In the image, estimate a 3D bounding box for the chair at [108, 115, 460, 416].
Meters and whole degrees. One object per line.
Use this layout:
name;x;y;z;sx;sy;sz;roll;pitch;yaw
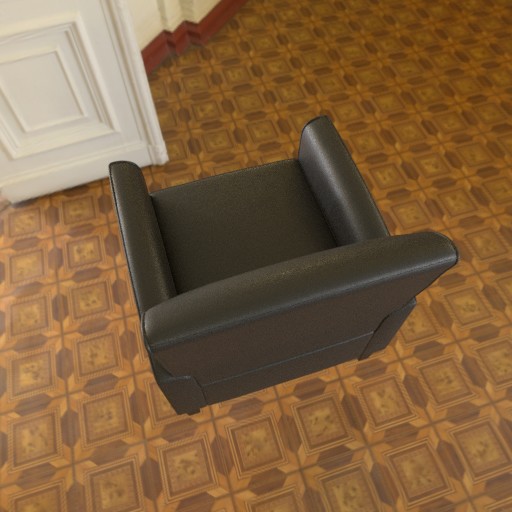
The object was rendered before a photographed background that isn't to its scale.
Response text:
chair;0.000;0.000;1.530;0.820;0.916;0.819;-15;59;-9
